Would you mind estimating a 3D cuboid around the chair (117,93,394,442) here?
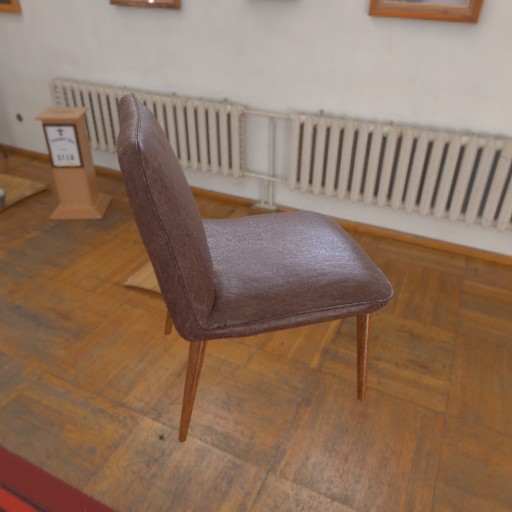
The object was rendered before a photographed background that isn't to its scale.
[{"bbox_3d":[0.000,0.000,1.211,0.645,0.803,0.543,-10,32,-17],"label":"chair"}]
